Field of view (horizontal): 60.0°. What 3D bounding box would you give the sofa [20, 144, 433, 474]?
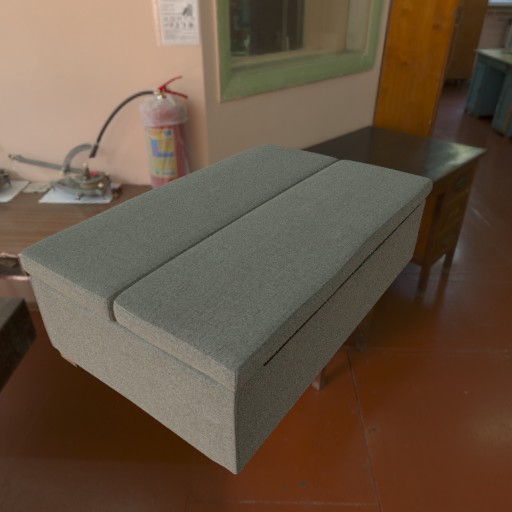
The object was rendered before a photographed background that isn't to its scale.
[{"bbox_3d":[0.000,0.000,1.582,0.817,0.434,1.250,21,37,30],"label":"sofa"}]
